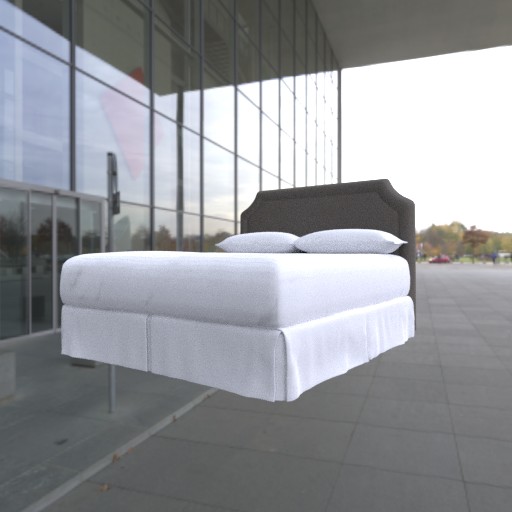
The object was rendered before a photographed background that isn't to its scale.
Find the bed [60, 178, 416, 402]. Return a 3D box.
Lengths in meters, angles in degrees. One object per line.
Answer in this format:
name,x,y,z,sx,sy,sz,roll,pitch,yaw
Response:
bed,0.000,0.000,3.942,2.194,1.561,2.536,0,0,35
